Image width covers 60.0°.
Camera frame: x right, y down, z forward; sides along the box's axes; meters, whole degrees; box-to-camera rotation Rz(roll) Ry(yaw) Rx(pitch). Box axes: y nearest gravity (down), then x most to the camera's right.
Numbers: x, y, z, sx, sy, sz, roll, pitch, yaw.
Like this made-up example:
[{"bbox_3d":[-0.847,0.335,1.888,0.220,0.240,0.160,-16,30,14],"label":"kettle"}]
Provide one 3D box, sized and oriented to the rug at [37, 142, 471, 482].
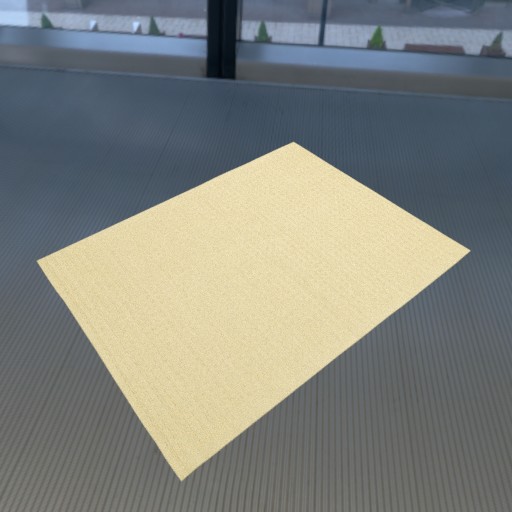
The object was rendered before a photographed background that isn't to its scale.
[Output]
[{"bbox_3d":[0.000,0.000,4.112,3.204,0.016,2.452,-30,53,-26],"label":"rug"}]
